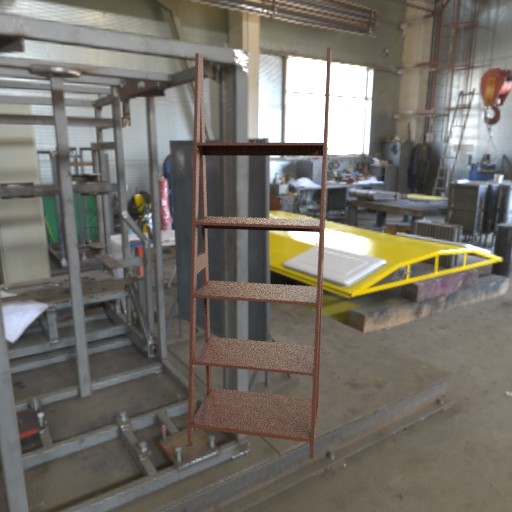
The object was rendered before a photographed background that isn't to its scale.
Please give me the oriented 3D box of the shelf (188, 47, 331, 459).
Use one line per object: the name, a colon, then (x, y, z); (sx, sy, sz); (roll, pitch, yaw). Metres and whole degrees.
shelf: (0.000, 0.000, 2.010); (0.600, 1.770, 0.350); (3, 14, 11)
